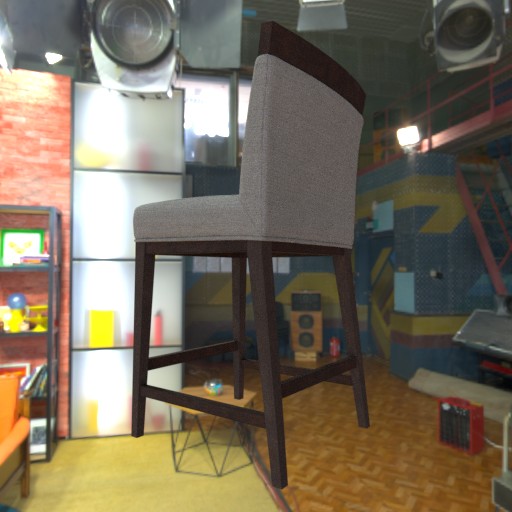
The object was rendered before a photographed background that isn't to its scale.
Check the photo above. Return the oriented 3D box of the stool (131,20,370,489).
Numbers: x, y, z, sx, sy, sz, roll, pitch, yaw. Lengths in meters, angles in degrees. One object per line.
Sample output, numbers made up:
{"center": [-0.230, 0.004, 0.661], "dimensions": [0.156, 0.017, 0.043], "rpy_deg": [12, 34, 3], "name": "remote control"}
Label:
{"center": [0.000, 0.000, 1.286], "dimensions": [0.531, 1.009, 0.512], "rpy_deg": [-1, -2, 37], "name": "stool"}
